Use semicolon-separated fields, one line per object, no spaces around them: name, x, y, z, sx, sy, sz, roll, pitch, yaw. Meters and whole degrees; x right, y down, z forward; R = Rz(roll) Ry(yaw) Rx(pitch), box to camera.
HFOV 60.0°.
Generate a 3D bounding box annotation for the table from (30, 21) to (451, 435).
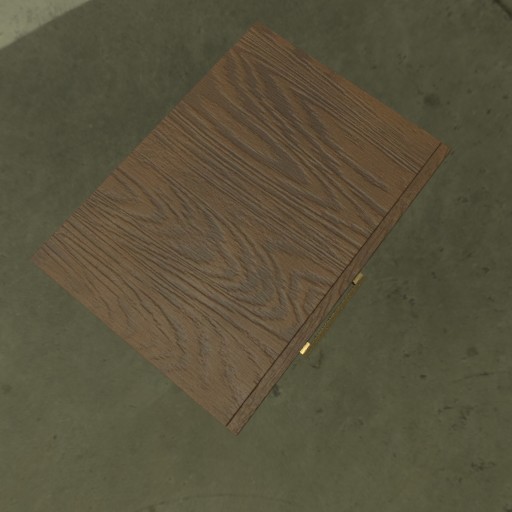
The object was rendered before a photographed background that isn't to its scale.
table;0.000;0.000;0.979;0.439;0.585;0.560;37;78;9
